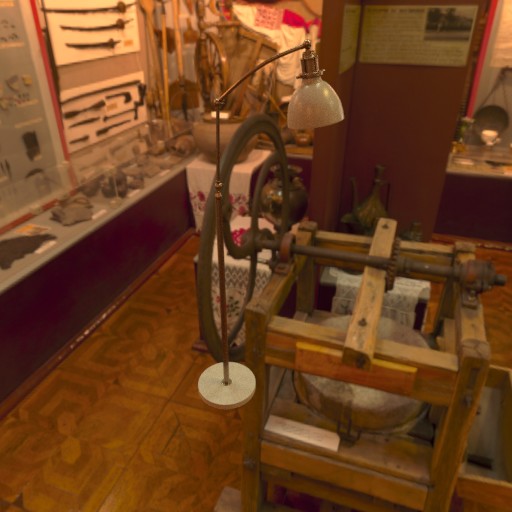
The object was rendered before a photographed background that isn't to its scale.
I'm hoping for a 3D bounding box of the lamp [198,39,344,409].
[{"bbox_3d":[0.000,0.000,1.791,0.599,1.586,0.288,11,32,18],"label":"lamp"}]
